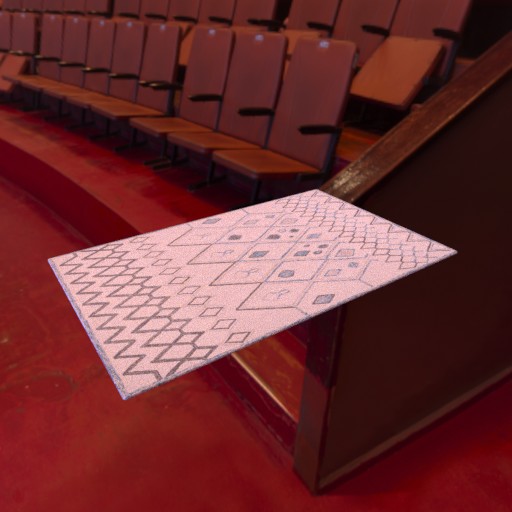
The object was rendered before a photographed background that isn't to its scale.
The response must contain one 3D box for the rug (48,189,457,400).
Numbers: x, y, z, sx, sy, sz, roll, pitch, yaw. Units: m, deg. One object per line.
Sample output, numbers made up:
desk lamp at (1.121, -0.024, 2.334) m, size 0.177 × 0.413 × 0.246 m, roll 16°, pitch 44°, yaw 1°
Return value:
rug at (0.000, 0.000, 3.102) m, size 2.439 × 0.015 × 1.524 m, roll -18°, pitch 34°, yaw -29°
